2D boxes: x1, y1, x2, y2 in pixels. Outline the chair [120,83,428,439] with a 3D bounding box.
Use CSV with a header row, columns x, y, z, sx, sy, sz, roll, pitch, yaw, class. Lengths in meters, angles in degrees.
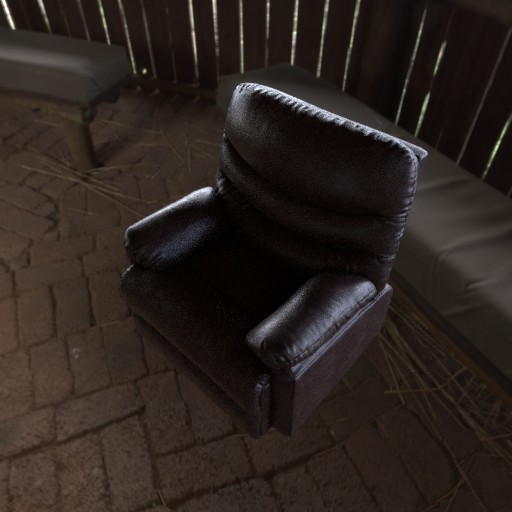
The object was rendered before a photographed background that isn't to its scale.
x,y,z,sx,sy,sz,roll,pitch,yaw,class
0.000,0.000,1.778,0.940,1.041,0.879,33,54,29,chair
